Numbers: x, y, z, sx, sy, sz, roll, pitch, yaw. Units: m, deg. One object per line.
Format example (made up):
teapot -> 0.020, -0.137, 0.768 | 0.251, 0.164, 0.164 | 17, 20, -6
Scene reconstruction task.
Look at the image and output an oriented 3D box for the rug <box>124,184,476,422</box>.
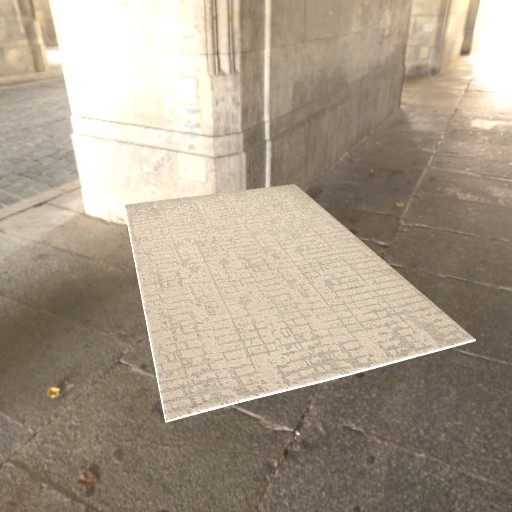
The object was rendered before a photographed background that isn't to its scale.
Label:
rug -> 0.000, 0.000, 2.315 | 1.211, 0.007, 1.827 | -9, 31, -16
